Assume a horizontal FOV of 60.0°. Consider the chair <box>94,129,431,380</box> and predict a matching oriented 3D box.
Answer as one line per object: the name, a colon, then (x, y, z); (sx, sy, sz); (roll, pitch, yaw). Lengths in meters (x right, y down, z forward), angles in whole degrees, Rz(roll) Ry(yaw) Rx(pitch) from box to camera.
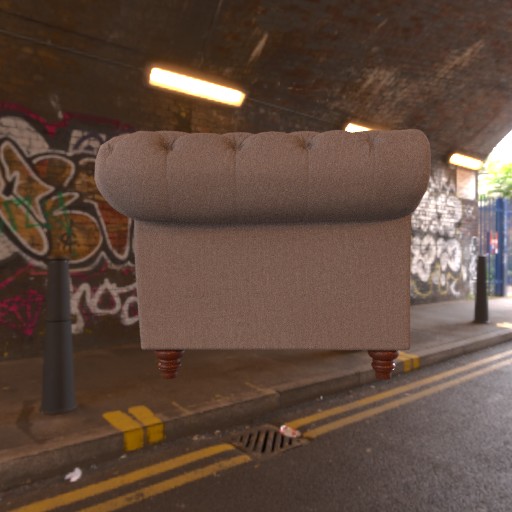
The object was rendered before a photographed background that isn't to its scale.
chair: (0.000, 0.000, 1.822); (0.976, 0.770, 1.270); (0, 1, 1)
